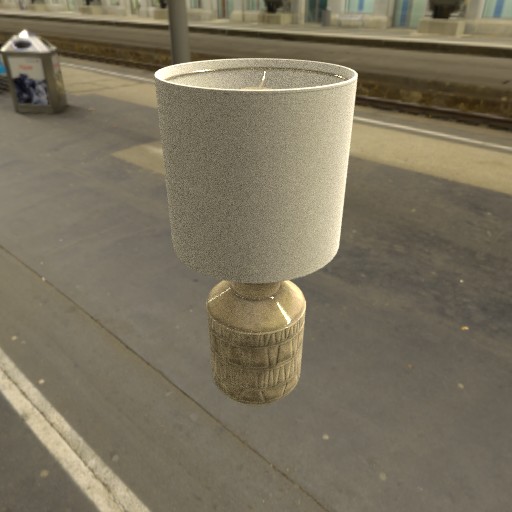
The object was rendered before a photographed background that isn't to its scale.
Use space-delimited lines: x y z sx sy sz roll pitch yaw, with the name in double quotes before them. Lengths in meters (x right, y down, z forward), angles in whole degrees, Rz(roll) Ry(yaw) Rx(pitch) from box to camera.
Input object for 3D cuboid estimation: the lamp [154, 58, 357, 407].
"lamp" 0.000 0.000 0.585 0.211 0.455 0.211 11 32 17
